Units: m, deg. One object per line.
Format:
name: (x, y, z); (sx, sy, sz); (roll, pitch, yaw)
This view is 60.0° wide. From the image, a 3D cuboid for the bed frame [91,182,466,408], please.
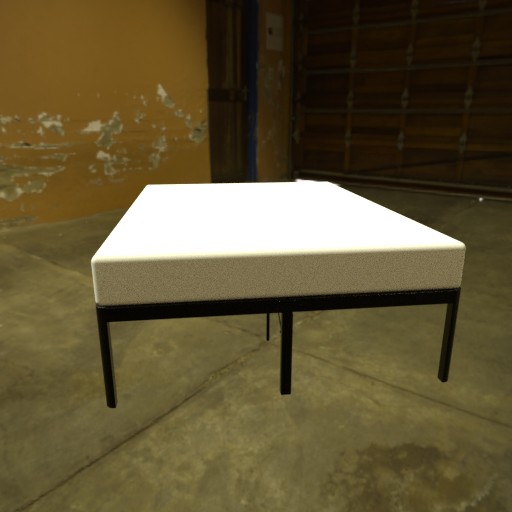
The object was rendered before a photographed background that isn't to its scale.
bed frame: (0.000, 0.000, 2.826); (1.557, 0.659, 2.072); (-2, 17, -7)
